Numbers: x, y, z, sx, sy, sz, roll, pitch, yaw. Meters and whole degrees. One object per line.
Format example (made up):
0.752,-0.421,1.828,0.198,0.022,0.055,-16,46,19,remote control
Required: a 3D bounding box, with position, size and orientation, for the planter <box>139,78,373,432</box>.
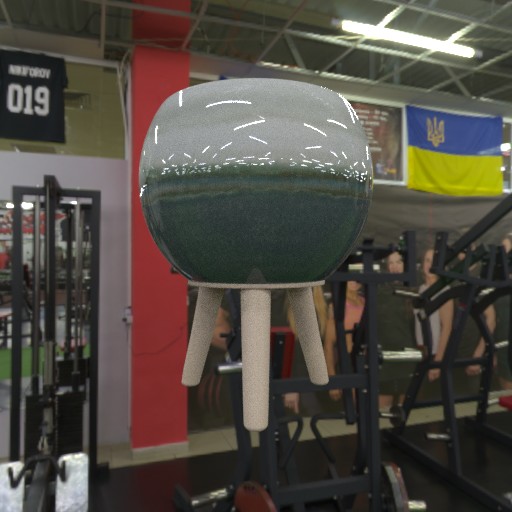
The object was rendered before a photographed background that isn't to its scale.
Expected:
0.000,0.000,0.434,0.222,0.278,0.222,0,0,0,planter
